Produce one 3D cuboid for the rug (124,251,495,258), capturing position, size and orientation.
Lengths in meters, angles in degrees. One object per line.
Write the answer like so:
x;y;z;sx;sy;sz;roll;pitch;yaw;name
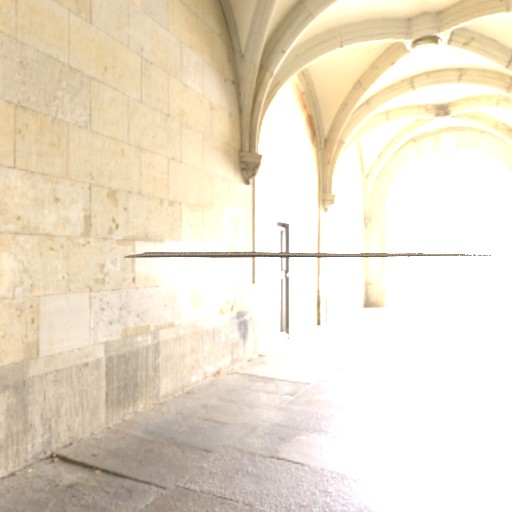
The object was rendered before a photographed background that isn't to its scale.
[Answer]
0.000;0.000;3.904;2.158;0.024;3.063;0;0;-18;rug
